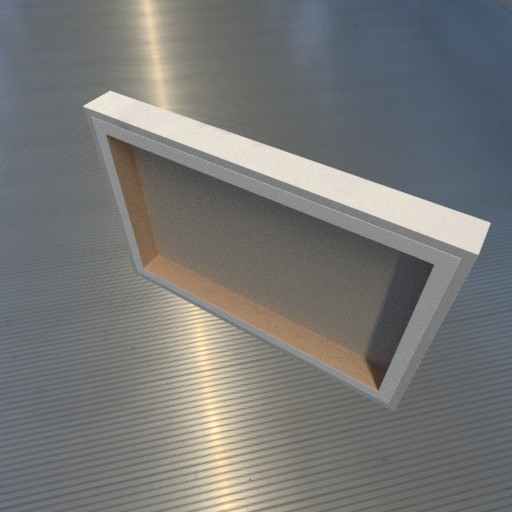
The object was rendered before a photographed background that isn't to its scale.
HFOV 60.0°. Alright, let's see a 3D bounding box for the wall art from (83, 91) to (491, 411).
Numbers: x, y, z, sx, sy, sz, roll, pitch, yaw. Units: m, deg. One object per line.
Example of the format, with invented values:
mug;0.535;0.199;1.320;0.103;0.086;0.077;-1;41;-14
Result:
wall art;0.000;0.000;0.475;0.381;0.254;0.038;25;52;21
